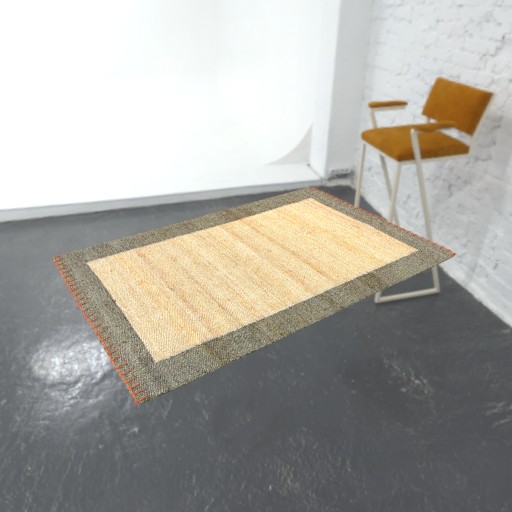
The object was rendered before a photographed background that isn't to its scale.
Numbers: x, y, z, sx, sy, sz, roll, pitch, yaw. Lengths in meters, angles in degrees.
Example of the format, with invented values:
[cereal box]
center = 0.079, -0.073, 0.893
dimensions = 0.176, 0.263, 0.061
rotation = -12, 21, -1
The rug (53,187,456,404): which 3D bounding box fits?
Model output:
[rug]
center = 0.000, 0.000, 2.382
dimensions = 1.838, 0.019, 1.220
rotation = -19, 35, -29
